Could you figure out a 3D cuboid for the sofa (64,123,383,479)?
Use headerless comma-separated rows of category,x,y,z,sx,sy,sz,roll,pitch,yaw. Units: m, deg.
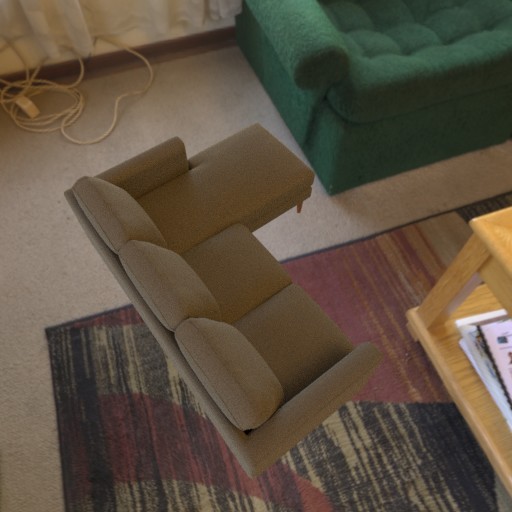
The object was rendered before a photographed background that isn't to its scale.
sofa,0.000,0.000,2.877,1.591,0.897,2.031,-33,63,-19
